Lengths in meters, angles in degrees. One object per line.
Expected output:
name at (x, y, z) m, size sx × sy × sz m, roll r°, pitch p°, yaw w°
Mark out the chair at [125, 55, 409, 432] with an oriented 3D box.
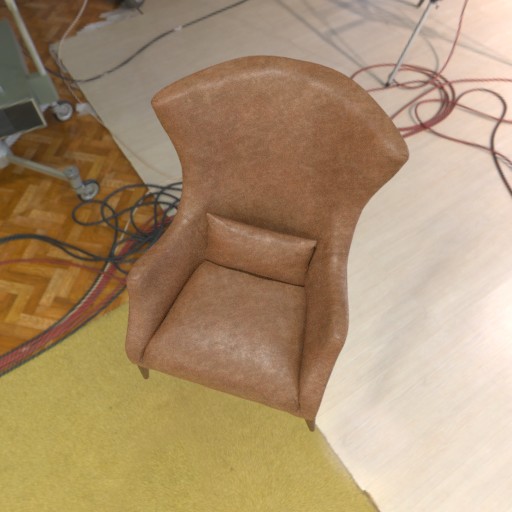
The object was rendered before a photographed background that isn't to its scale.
chair at (0.000, 0.000, 1.708) m, size 0.846 × 1.067 × 0.955 m, roll 15°, pitch 60°, yaw 9°
